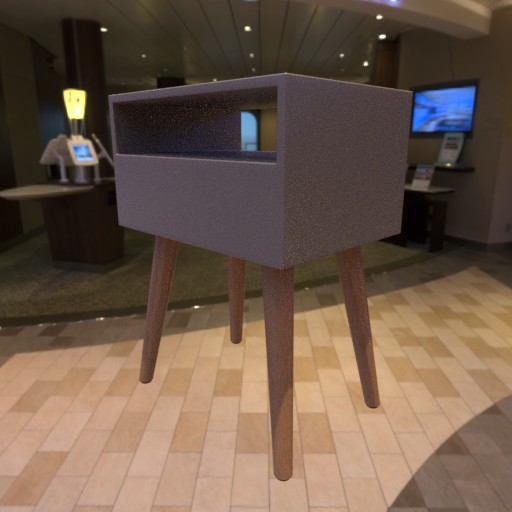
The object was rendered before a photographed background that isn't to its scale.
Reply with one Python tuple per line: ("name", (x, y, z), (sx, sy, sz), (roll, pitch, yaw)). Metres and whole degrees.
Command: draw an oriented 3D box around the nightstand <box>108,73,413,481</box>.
("nightstand", (0.000, 0.000, 0.736), (0.370, 0.508, 0.288), (15, 21, 43))
